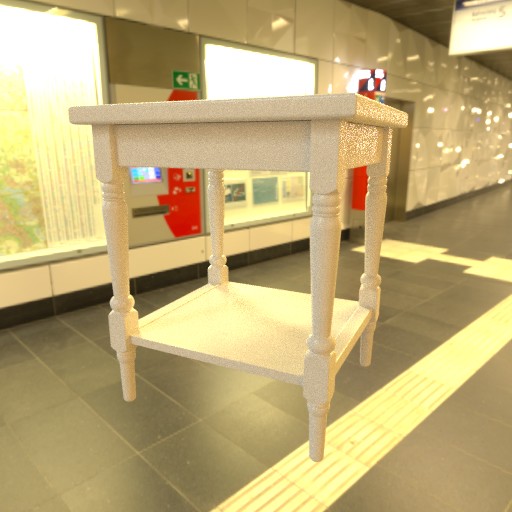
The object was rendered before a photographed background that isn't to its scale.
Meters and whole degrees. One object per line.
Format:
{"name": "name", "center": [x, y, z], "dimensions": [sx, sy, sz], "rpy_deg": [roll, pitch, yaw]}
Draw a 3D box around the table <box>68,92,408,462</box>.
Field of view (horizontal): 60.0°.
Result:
{"name": "table", "center": [0.000, 0.000, 0.901], "dimensions": [0.488, 0.565, 0.442], "rpy_deg": [7, 16, 25]}
